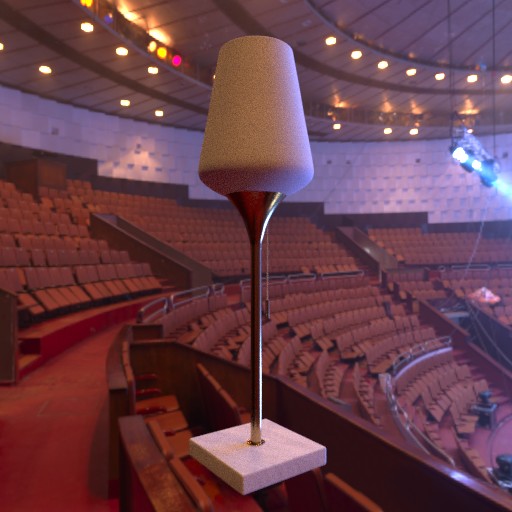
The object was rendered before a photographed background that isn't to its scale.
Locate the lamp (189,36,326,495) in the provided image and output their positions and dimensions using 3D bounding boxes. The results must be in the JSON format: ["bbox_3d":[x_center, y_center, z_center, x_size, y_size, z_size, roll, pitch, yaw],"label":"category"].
[{"bbox_3d":[0.000,0.000,0.697,0.181,0.639,0.181,0,-1,-36],"label":"lamp"}]
